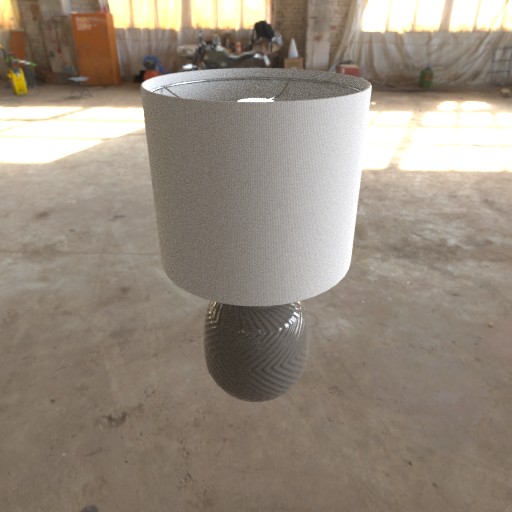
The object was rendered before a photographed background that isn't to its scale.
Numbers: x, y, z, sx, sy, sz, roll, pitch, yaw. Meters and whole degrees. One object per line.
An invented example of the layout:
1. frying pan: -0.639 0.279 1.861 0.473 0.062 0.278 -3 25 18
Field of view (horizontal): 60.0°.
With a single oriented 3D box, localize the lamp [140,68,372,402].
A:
1. lamp: 0.000 0.000 0.495 0.207 0.366 0.207 11 31 19
